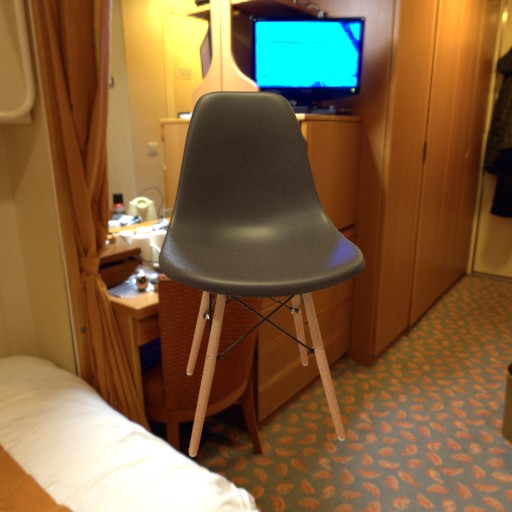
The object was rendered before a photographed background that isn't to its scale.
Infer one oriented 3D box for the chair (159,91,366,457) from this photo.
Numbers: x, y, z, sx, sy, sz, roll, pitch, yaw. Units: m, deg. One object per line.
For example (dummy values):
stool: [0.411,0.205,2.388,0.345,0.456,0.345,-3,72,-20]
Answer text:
chair: [0.000,0.000,1.120,0.470,0.825,0.533,-2,16,-8]
